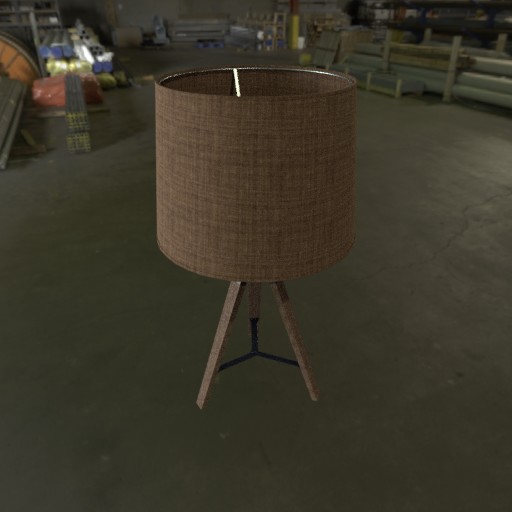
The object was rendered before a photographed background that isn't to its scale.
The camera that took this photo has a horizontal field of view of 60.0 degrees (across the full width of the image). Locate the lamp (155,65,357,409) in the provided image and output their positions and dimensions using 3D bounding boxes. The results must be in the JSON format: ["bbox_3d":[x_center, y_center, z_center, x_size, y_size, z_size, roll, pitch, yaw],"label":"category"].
[{"bbox_3d":[0.000,0.000,0.682,0.290,0.514,0.290,0,30,0],"label":"lamp"}]
